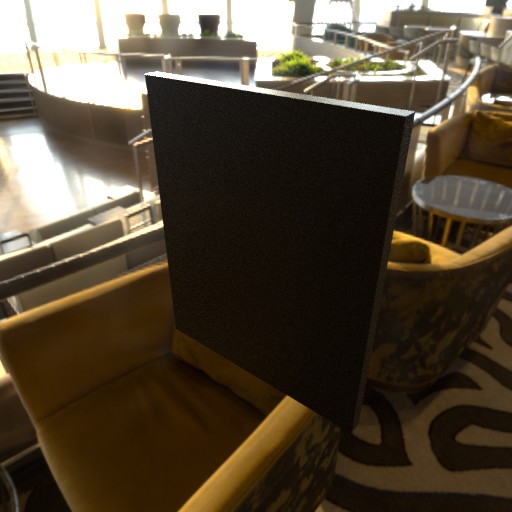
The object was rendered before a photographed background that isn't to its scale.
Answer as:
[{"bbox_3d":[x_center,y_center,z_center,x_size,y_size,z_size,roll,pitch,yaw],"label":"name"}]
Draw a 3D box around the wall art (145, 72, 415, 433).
[{"bbox_3d":[0.000,0.000,0.778,0.457,0.557,0.028,23,38,32],"label":"wall art"}]
